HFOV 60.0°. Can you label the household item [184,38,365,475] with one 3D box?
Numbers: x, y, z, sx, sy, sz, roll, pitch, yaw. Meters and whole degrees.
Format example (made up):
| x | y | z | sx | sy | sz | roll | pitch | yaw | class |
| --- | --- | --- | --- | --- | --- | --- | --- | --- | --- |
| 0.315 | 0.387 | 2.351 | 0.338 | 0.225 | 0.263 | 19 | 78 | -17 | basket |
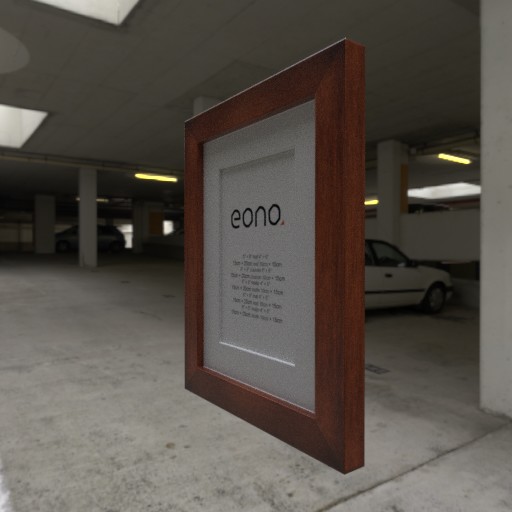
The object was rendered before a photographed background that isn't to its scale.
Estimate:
| x | y | z | sx | sy | sz | roll | pitch | yaw | class |
| --- | --- | --- | --- | --- | --- | --- | --- | --- | --- |
| 0.000 | 0.000 | 0.340 | 0.020 | 0.250 | 0.200 | 0 | 0 | -36 | household item |
